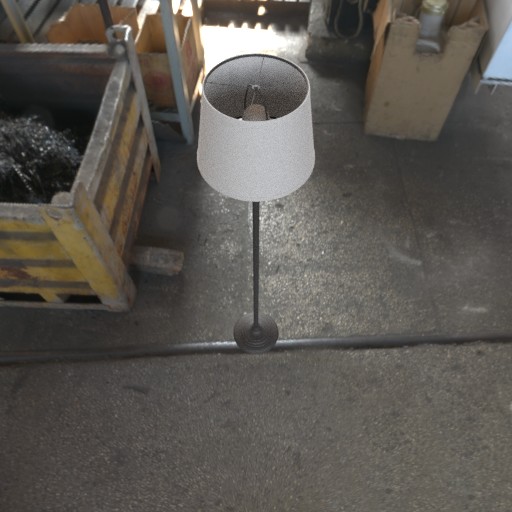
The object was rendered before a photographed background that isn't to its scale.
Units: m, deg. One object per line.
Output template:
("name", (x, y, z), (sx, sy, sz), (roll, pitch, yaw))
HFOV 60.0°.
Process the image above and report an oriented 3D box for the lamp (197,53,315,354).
("lamp", (0.000, 0.000, 1.677), (0.327, 1.506, 0.327), (-31, 63, -18))
